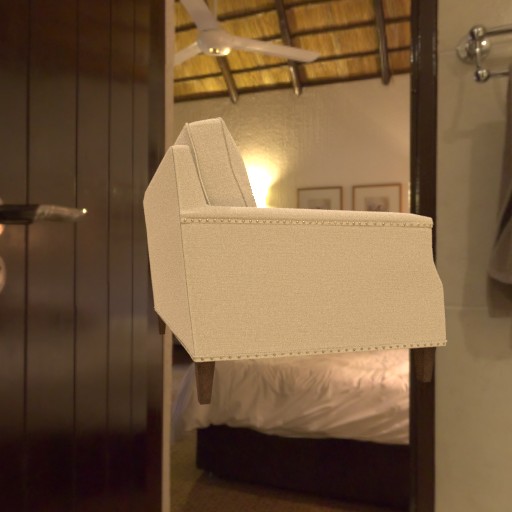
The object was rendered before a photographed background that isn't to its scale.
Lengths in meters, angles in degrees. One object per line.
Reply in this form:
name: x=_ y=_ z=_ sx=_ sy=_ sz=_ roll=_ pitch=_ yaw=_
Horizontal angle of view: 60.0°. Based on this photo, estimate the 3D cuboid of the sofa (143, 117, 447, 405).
sofa: x=0.000 y=0.000 z=2.309 sx=1.084 sy=1.003 sz=1.597 roll=0 pitch=0 yaw=-18
